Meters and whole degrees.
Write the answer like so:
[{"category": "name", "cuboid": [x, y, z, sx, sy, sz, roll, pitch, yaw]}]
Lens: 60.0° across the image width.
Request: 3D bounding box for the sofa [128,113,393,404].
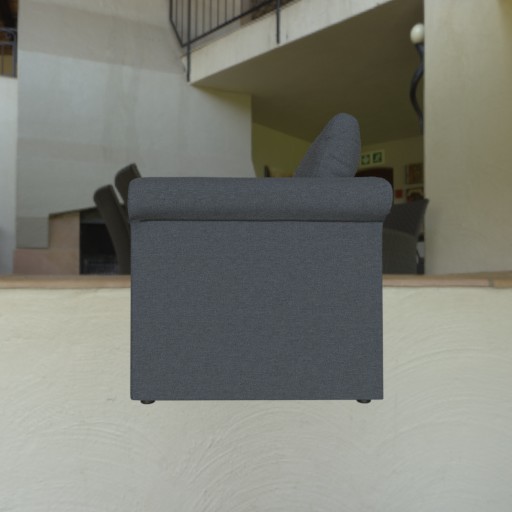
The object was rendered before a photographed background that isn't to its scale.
[{"category": "sofa", "cuboid": [0.000, 0.000, 1.946, 0.741, 0.872, 1.460, 0, -1, -1]}]
